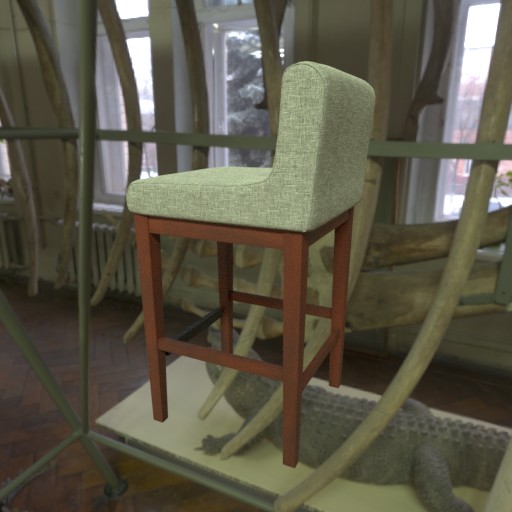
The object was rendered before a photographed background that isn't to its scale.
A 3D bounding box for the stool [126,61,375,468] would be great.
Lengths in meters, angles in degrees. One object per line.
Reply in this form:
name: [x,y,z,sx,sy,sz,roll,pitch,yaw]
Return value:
stool: [0.000,0.000,1.102,0.459,0.835,0.417,8,18,25]
